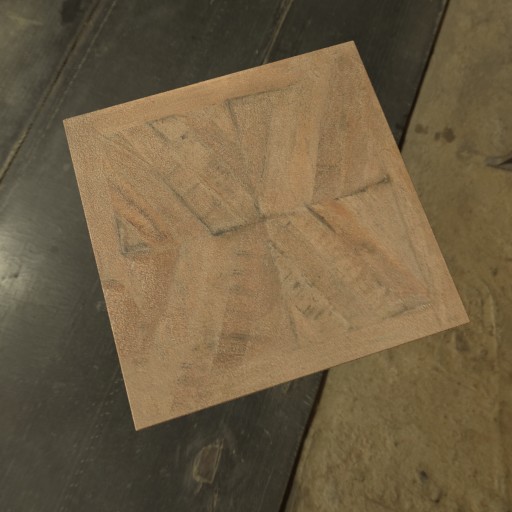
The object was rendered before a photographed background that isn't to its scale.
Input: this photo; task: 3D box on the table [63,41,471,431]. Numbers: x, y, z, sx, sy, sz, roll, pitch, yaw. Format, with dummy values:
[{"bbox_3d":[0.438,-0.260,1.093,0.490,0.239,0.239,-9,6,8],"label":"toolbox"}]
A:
[{"bbox_3d":[0.000,0.000,0.942,0.499,0.550,0.498,-17,78,-4],"label":"table"}]
